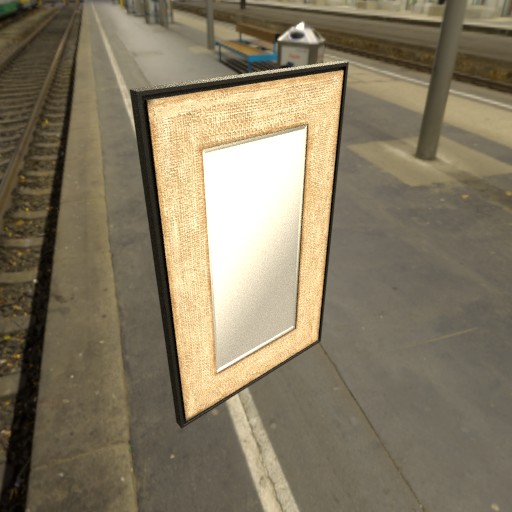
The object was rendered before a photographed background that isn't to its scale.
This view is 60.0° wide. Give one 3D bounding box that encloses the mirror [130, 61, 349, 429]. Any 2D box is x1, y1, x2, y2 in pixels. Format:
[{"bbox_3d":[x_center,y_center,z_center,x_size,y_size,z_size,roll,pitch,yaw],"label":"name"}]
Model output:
[{"bbox_3d":[0.000,0.000,1.583,0.762,1.219,0.038,-23,38,-33],"label":"mirror"}]
